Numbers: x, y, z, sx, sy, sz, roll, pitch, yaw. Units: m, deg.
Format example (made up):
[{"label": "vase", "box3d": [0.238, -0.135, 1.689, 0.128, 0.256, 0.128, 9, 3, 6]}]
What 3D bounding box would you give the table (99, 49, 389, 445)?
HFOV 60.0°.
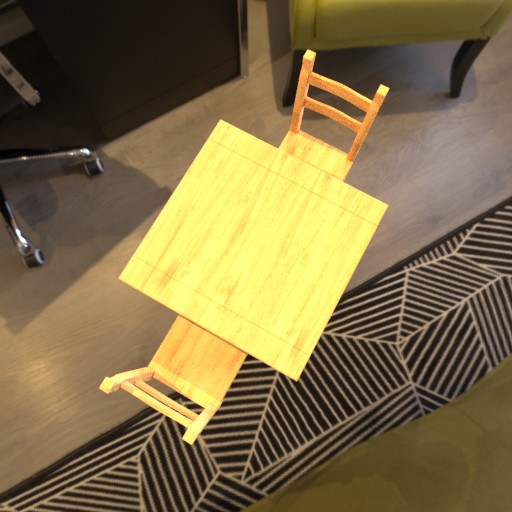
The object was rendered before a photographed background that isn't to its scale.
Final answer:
[{"label": "table", "box3d": [0.000, 0.000, 2.070, 0.813, 0.942, 1.501, 29, 78, 7]}]
